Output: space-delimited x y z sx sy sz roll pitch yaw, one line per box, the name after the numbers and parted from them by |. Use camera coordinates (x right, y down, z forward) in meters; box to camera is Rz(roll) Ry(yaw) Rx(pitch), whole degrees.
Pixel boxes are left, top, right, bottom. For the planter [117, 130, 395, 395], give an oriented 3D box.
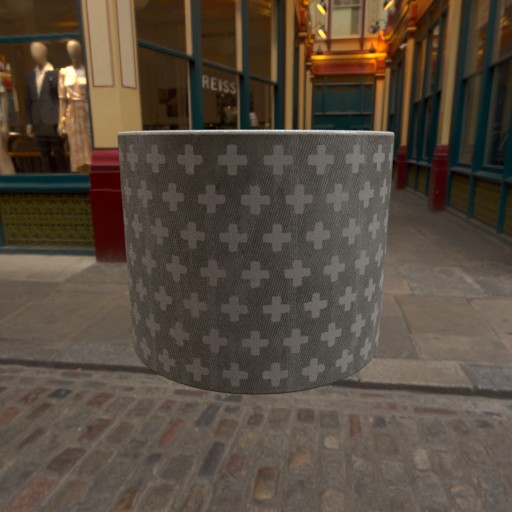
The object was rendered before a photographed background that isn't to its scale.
0.000 0.000 0.447 0.250 0.239 0.250 0 15 0 | planter
